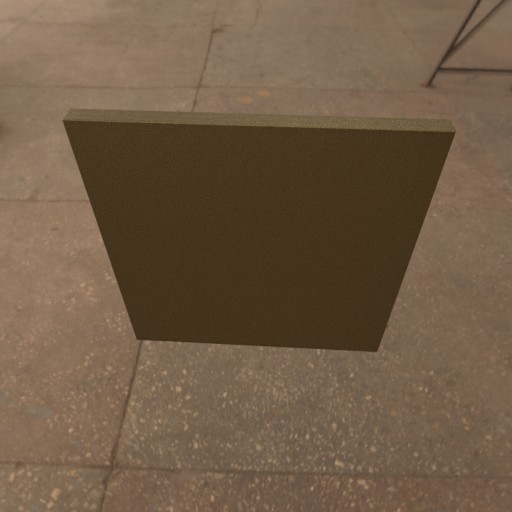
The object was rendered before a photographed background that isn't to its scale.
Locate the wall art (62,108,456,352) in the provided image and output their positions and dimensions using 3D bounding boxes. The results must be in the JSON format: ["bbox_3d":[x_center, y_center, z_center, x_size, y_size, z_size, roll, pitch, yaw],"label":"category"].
[{"bbox_3d":[0.000,0.000,0.755,0.503,0.506,0.031,2,46,2],"label":"wall art"}]
